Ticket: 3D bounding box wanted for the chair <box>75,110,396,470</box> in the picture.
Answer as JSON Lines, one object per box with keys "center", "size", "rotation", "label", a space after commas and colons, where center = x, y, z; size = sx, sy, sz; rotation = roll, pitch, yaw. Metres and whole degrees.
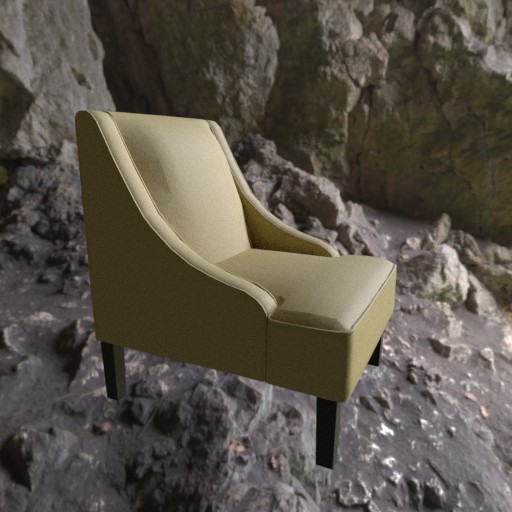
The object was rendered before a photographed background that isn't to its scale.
{"center": [0.000, 0.000, 1.456], "size": [0.814, 0.896, 0.696], "rotation": [7, 16, 25], "label": "chair"}
